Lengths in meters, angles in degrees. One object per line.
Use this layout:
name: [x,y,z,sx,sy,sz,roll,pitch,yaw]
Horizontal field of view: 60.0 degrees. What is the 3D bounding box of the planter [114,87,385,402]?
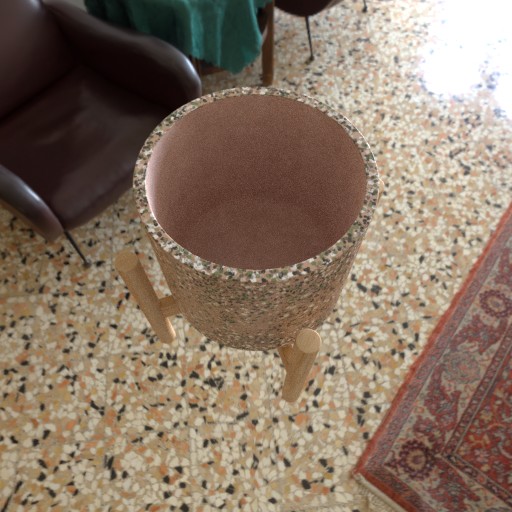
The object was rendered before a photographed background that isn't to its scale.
planter: [0.000,0.000,0.543,0.284,0.320,0.284,2,62,1]
